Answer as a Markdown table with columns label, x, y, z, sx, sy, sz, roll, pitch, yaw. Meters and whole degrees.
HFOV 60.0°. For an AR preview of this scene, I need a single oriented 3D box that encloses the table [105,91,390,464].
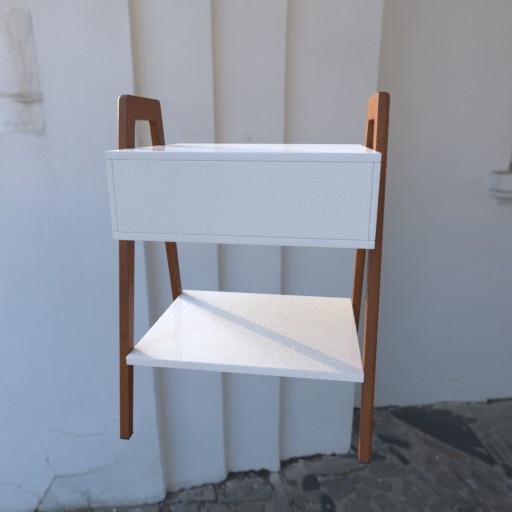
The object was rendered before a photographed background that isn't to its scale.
| label | x | y | z | sx | sy | sz | roll | pitch | yaw |
| --- | --- | --- | --- | --- | --- | --- | --- | --- | --- |
| table | 0.000 | 0.000 | 0.900 | 0.457 | 0.610 | 0.405 | 2 | 16 | 8 |
